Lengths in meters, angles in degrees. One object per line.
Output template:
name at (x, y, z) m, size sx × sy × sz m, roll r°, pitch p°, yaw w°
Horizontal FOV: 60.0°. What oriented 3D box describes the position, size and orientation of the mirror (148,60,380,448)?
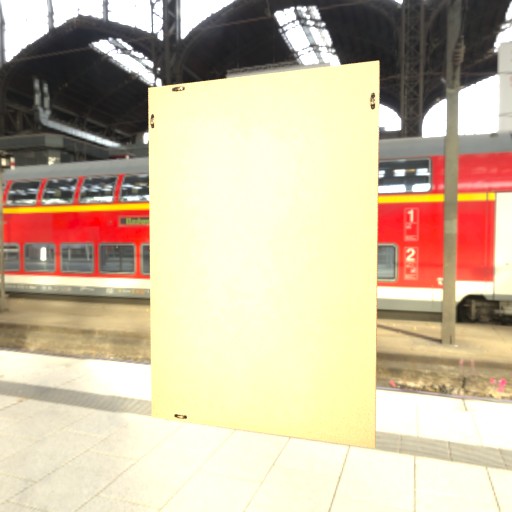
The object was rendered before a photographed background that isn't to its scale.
mirror at (0.000, 0.000, 1.152) m, size 0.609 × 0.915 × 0.040 m, roll 1°, pitch 2°, yaw 18°
